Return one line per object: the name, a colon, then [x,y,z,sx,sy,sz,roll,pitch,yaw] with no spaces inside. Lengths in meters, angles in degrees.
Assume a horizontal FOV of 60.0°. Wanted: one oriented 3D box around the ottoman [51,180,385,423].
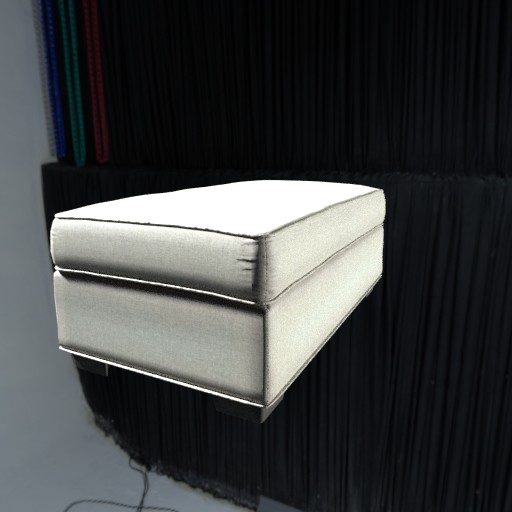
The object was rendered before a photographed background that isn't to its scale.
ottoman: [0.000,0.000,1.455,0.617,0.448,1.097,7,15,26]
